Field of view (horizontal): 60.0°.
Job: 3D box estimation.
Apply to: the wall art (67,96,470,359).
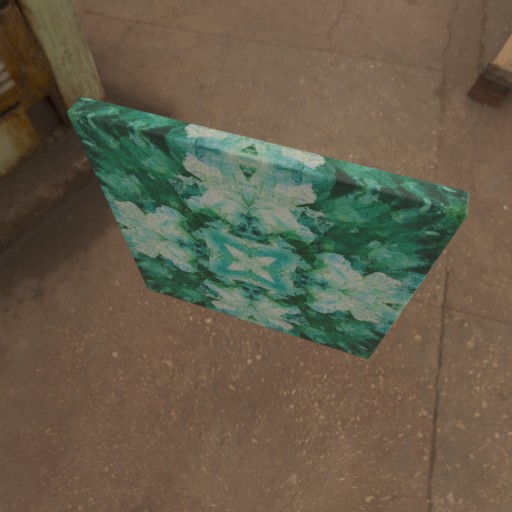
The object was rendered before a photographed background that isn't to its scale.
[{"bbox_3d":[0.000,0.000,0.756,0.507,0.508,0.038,16,60,10],"label":"wall art"}]
